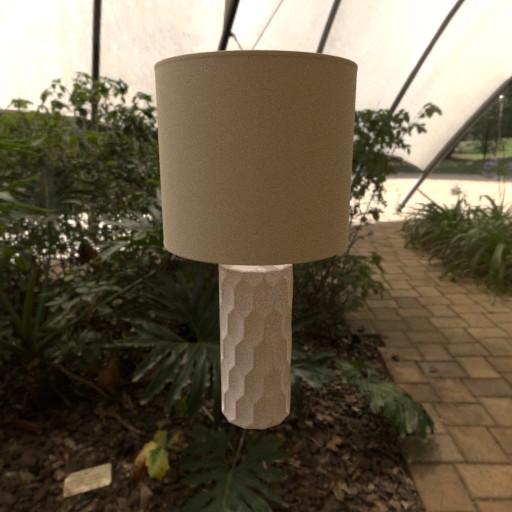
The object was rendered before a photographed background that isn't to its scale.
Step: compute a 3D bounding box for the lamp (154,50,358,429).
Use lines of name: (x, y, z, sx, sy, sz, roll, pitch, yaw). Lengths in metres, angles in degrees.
lamp: (0.000, 0.000, 0.684, 0.277, 0.537, 0.277, -7, 16, -26)
